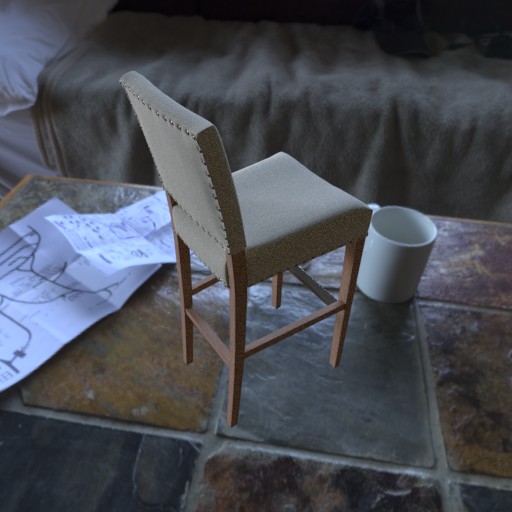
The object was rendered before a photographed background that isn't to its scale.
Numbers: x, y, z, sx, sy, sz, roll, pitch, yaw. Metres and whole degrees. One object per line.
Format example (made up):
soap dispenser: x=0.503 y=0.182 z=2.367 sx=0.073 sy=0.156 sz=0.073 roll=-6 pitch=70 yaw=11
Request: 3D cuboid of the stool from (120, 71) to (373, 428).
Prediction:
stool: x=0.000 y=0.000 z=1.415 sx=0.546 sy=1.143 sz=0.428 roll=-25 pitch=47 yaw=-26
